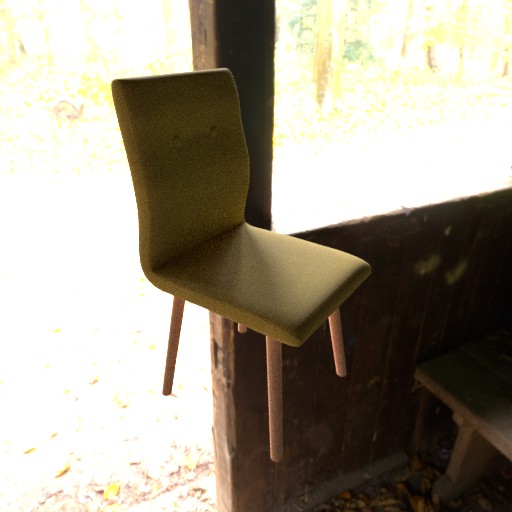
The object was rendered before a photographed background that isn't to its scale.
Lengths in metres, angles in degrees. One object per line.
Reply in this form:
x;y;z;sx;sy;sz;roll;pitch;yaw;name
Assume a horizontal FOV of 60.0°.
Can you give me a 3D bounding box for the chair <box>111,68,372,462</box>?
0.000;0.000;1.288;0.550;0.965;0.450;18;32;31;chair
